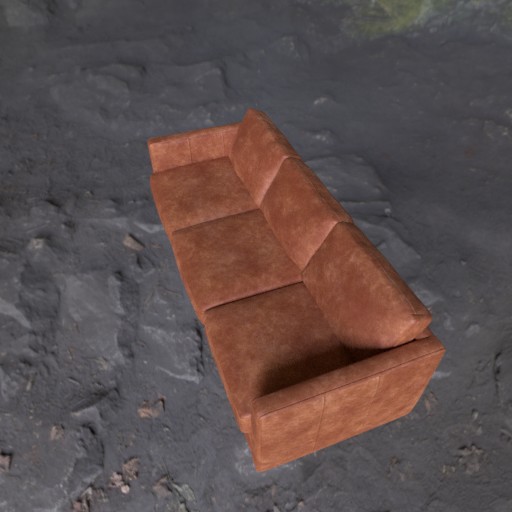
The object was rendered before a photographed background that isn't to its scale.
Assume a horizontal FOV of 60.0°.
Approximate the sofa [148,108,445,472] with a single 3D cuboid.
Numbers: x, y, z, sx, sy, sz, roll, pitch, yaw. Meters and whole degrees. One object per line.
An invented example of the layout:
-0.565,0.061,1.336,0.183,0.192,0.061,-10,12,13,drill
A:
0.000,0.000,3.012,1.045,1.006,2.464,-15,47,-15,sofa
